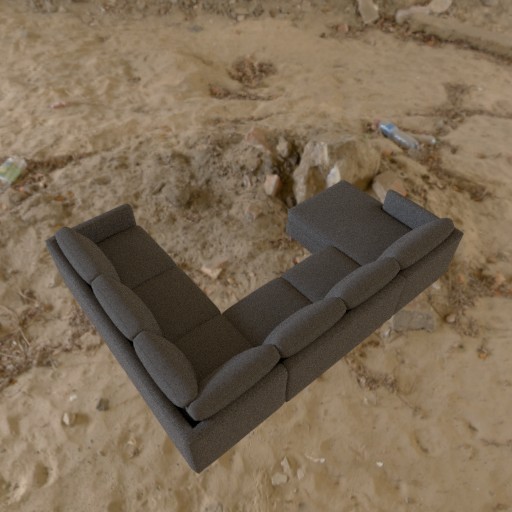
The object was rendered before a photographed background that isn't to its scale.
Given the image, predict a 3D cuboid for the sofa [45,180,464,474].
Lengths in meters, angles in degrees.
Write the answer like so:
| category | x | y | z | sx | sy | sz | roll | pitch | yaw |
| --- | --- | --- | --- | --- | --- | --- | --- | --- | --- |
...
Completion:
| category | x | y | z | sx | sy | sz | roll | pitch | yaw |
| --- | --- | --- | --- | --- | --- | --- | --- | --- | --- |
| sofa | 0.000 | 0.000 | 4.473 | 3.238 | 0.853 | 2.551 | -31 | 54 | -26 |
